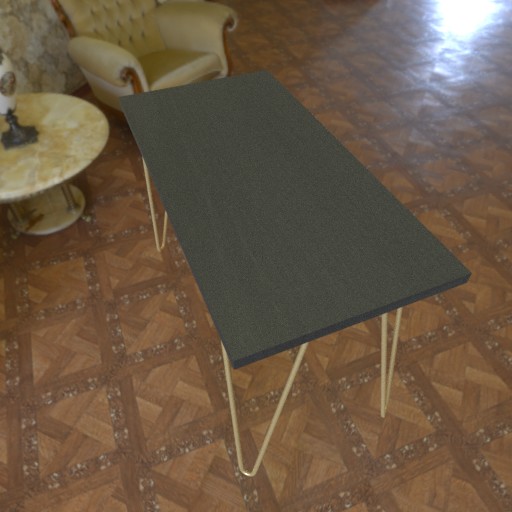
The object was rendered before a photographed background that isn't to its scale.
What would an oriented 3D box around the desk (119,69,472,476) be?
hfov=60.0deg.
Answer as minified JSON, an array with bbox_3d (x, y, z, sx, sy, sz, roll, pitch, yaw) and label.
[{"bbox_3d":[0.000,0.000,1.353,0.499,0.660,0.991,-17,49,-15],"label":"desk"}]
